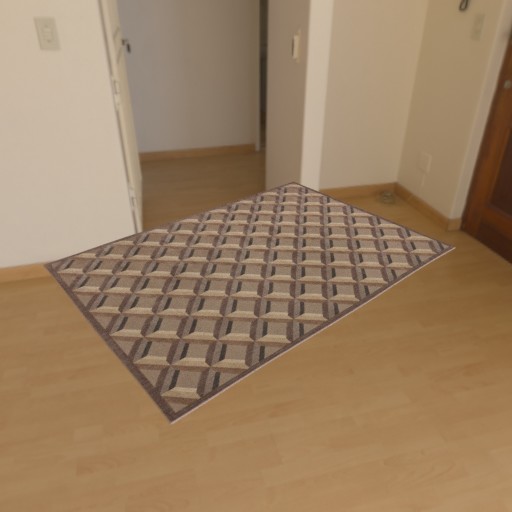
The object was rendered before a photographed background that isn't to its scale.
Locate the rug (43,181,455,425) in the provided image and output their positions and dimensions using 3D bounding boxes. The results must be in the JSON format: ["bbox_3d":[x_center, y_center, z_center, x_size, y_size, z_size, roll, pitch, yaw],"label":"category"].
[{"bbox_3d":[0.000,0.000,2.956,2.260,0.013,1.600,-23,38,-34],"label":"rug"}]
